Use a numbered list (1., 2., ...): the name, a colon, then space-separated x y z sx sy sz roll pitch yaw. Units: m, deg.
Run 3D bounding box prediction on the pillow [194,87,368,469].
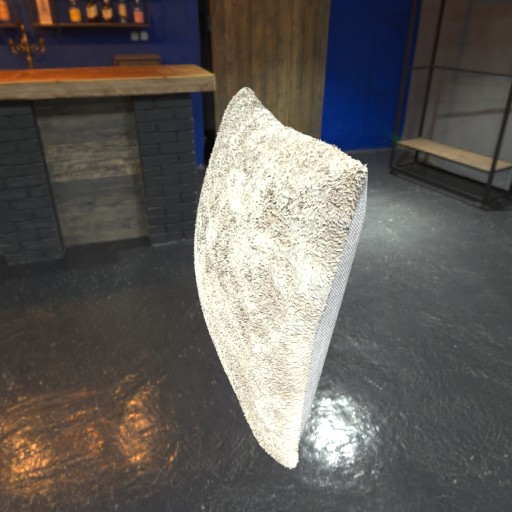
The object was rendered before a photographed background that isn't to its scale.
1. pillow: 0.000 0.000 0.815 0.218 0.515 0.529 -8 30 -14
